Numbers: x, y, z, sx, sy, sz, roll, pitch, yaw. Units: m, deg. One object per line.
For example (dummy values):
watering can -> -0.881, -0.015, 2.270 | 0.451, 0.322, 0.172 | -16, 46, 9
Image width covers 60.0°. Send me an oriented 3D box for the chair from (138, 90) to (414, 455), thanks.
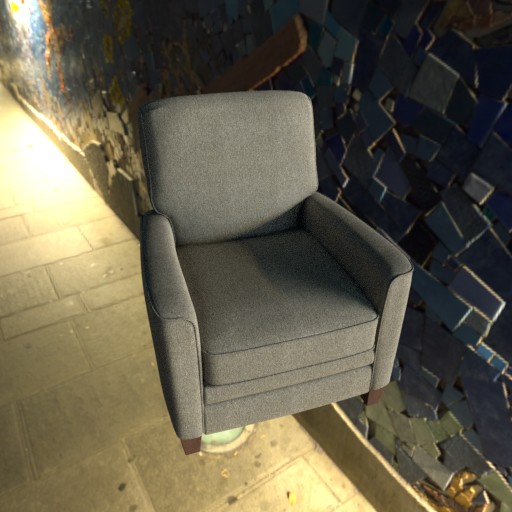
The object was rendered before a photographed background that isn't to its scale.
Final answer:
chair -> 0.000, 0.000, 1.650 | 0.841, 1.028, 0.858 | -9, 33, -15
